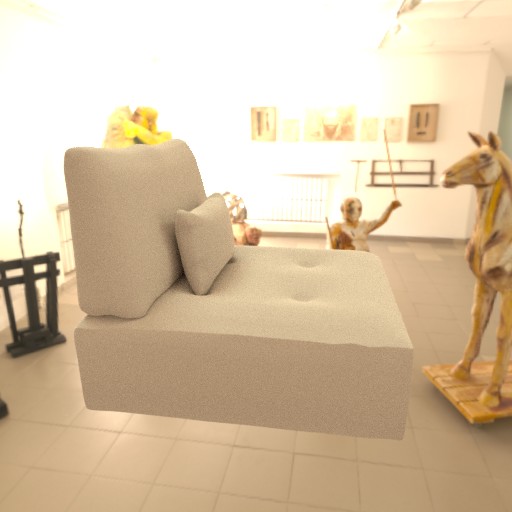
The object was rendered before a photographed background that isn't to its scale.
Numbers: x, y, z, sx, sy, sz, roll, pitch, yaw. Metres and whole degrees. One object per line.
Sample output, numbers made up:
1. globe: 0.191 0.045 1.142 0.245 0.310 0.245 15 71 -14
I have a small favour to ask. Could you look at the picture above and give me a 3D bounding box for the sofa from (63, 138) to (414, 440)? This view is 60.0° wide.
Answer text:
1. sofa: 0.000 0.000 1.656 1.000 0.828 0.935 3 16 9
